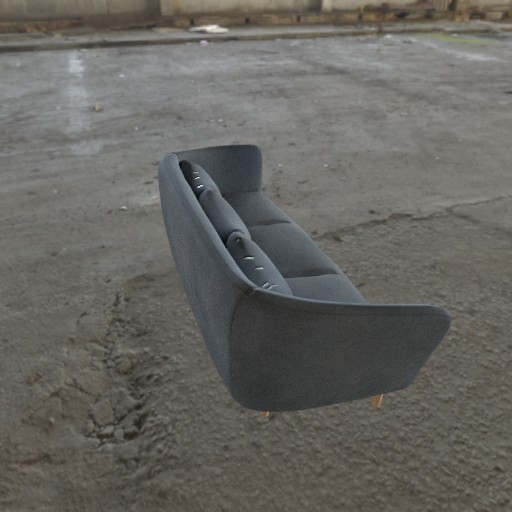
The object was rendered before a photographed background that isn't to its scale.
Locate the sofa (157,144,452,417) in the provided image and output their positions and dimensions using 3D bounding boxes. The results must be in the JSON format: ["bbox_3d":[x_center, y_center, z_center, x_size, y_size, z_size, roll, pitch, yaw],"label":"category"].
[{"bbox_3d":[0.000,0.000,2.500,0.849,0.795,2.095,-11,33,-17],"label":"sofa"}]
